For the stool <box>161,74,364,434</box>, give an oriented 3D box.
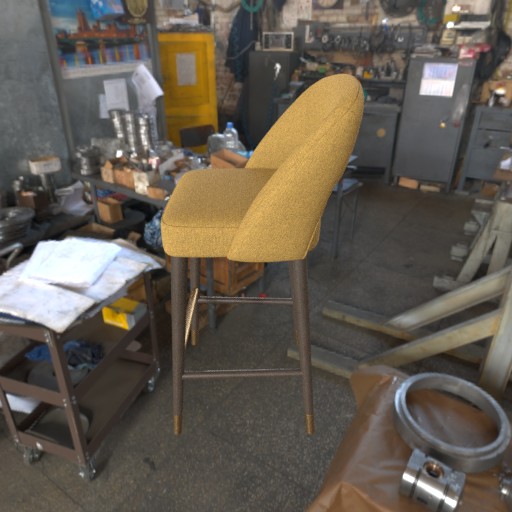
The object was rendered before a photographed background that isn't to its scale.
[{"bbox_3d":[0.000,0.000,1.360,0.522,1.032,0.536,0,28,0],"label":"stool"}]
